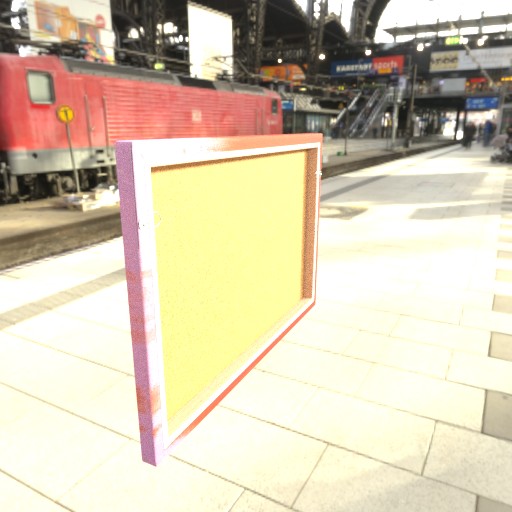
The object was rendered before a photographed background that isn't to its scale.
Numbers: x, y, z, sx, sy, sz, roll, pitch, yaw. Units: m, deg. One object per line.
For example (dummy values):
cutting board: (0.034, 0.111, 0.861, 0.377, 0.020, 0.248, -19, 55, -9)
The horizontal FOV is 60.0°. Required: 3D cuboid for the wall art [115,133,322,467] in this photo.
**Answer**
wall art: (0.000, 0.000, 1.164, 0.040, 0.609, 0.913, 8, 18, 26)
